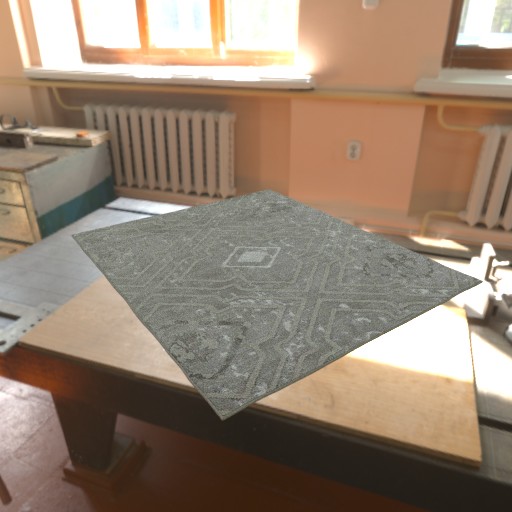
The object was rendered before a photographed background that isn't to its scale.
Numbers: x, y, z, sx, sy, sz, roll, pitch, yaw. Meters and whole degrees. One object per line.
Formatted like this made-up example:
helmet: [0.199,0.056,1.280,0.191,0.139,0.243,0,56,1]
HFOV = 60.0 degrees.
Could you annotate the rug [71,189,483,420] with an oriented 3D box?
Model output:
rug: [0.000,0.000,0.884,0.548,0.006,0.639,-18,32,-31]
